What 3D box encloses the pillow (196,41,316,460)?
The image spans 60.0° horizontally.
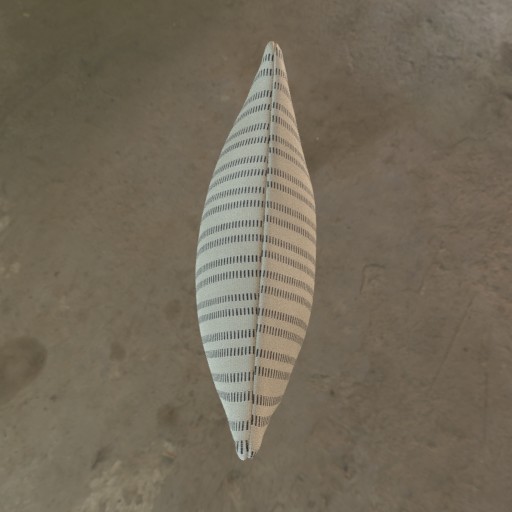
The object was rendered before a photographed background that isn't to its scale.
[{"bbox_3d":[0.000,0.000,0.799,0.210,0.353,0.640,4,74,1],"label":"pillow"}]
